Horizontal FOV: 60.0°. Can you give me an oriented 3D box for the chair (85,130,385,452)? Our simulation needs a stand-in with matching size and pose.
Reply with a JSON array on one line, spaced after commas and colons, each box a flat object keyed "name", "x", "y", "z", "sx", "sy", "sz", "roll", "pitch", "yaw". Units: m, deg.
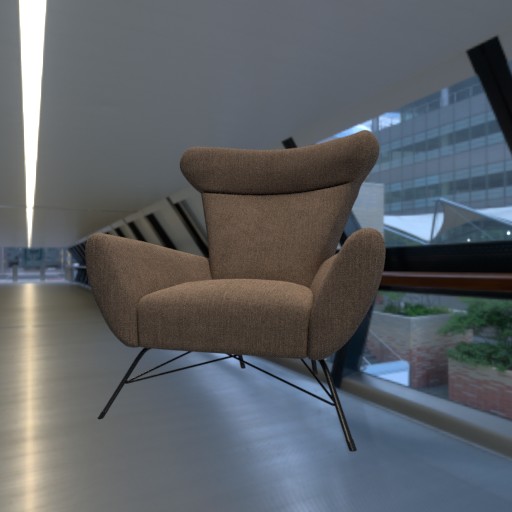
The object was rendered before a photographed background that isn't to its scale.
[{"name": "chair", "x": 0.000, "y": 0.000, "z": 1.726, "sx": 0.980, "sy": 1.040, "sz": 0.900, "roll": 0, "pitch": 0, "yaw": 17}]
